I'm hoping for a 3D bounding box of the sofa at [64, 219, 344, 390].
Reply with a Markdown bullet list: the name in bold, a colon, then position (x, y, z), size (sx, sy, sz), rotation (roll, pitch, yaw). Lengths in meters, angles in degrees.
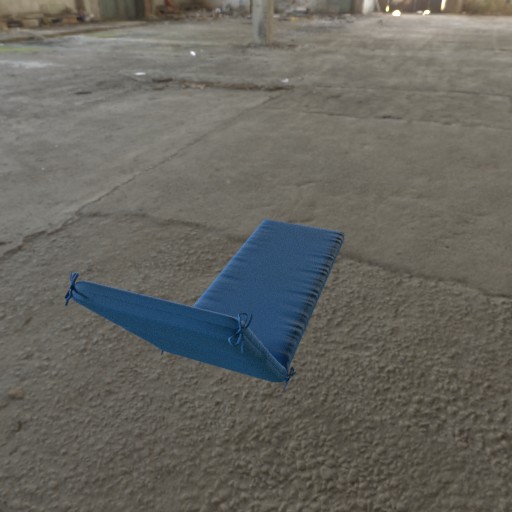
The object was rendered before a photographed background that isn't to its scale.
- **sofa**: position (0.000, 0.000, 1.948), size (0.582, 0.622, 1.663), rotation (11, 33, 18)
